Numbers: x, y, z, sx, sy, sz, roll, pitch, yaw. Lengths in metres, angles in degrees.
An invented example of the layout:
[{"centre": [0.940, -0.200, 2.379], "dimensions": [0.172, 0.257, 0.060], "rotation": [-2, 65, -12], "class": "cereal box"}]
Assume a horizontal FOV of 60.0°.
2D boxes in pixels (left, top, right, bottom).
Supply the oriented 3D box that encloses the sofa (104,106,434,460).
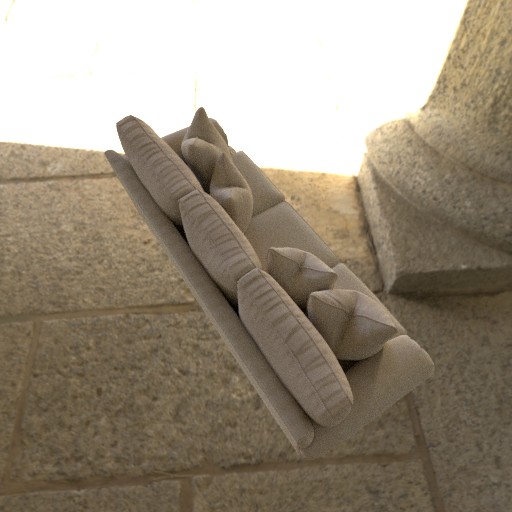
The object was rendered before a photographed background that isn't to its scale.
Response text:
[{"centre": [0.000, 0.000, 2.781], "dimensions": [0.965, 0.975, 2.312], "rotation": [-29, 62, -17], "class": "sofa"}]
